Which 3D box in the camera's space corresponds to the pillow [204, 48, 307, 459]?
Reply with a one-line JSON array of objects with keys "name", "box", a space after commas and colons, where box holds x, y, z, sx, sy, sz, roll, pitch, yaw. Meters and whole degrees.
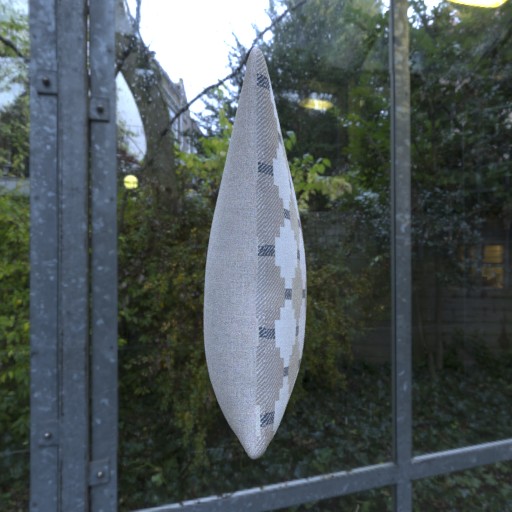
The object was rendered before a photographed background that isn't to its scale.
[{"name": "pillow", "box": [0.000, 0.000, 0.866, 0.192, 0.558, 0.578, 0, -1, 0]}]
